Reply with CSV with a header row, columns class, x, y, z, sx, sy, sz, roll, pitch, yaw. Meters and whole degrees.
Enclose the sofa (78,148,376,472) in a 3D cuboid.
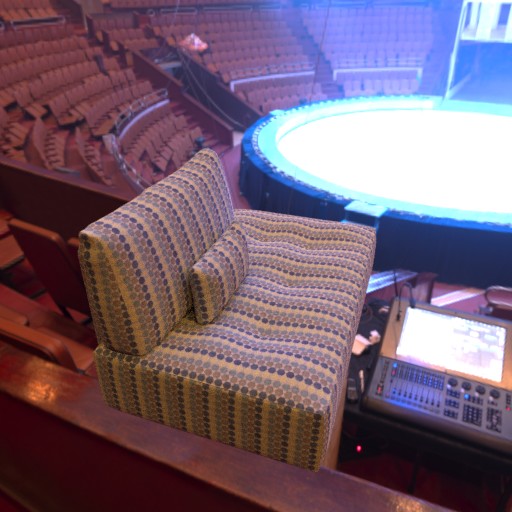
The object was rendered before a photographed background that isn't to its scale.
class,x,y,z,sx,sy,sz,roll,pitch,yaw
sofa,0.000,0.000,2.066,1.000,0.820,1.450,10,31,17
